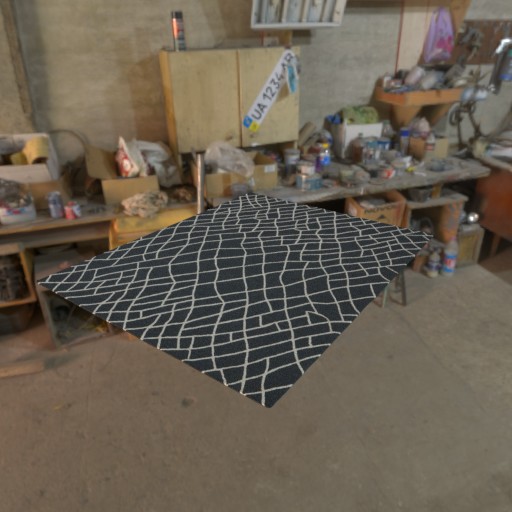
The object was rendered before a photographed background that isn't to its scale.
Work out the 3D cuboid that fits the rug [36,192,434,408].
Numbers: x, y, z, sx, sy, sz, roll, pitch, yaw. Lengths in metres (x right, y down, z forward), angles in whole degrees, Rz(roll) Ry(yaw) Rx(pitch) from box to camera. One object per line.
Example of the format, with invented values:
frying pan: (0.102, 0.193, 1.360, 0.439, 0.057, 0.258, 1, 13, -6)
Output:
rug: (0.000, 0.000, 4.226, 2.439, 0.022, 3.047, 18, 31, 32)
